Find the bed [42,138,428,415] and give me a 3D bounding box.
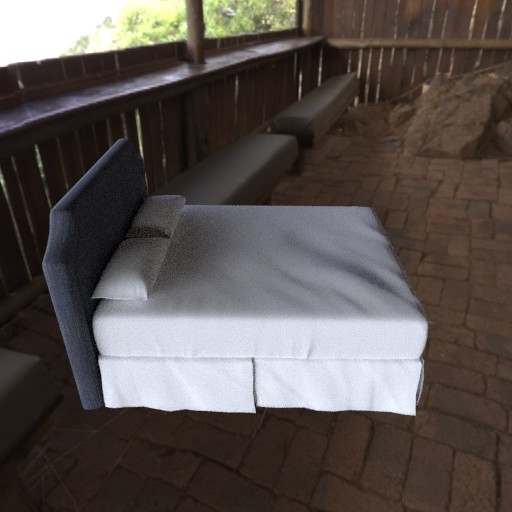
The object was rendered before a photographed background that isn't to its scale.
[{"bbox_3d":[0.000,0.000,3.117,2.116,1.290,1.693,1,31,1],"label":"bed"}]
